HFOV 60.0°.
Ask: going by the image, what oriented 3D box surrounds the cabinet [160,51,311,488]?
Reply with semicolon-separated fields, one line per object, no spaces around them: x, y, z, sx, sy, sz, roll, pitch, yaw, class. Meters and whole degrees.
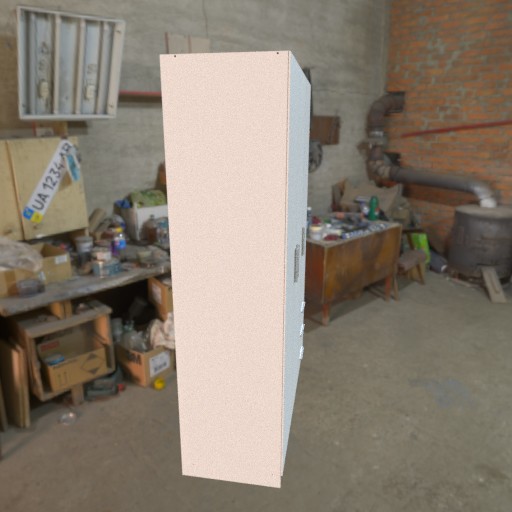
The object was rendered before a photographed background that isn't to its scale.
0.000;0.000;2.497;0.510;1.910;1.290;3;16;10;cabinet
